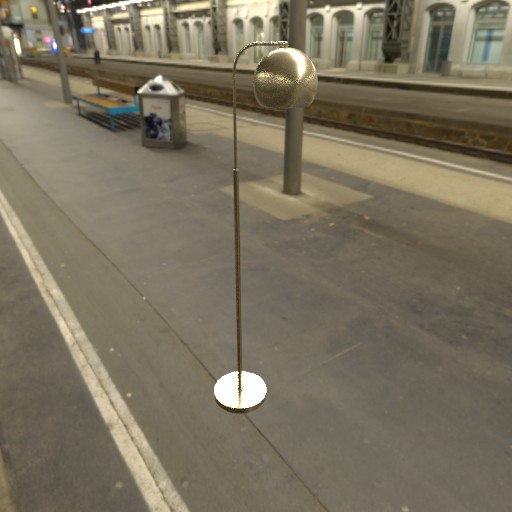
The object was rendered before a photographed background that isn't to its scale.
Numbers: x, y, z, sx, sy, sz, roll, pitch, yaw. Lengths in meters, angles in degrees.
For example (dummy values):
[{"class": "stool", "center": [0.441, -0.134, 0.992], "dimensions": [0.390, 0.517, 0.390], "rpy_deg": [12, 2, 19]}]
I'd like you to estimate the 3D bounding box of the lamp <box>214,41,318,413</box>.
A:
[{"class": "lamp", "center": [0.000, 0.000, 1.753], "dimensions": [0.431, 1.526, 0.250], "rpy_deg": [16, 30, 30]}]
